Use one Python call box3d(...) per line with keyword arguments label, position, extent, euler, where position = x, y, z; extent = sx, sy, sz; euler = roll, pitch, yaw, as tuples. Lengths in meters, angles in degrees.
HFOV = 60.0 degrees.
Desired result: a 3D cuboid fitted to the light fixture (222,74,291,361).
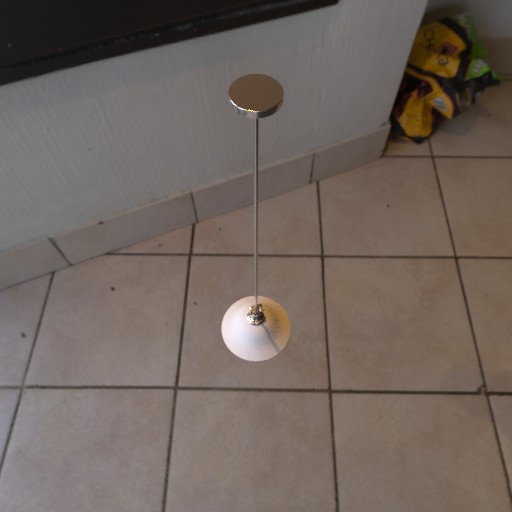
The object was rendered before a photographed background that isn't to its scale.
box3d(label="light fixture", position=(0.000, 0.000, 1.496), extent=(0.324, 1.354, 0.324), euler=(-15, 61, -9))
